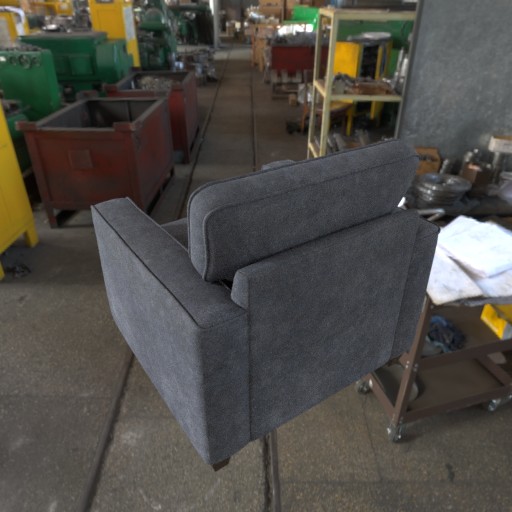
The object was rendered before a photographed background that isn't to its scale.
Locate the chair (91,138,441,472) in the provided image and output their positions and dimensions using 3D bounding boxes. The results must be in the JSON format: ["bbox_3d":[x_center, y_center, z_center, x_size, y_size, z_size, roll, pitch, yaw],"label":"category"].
[{"bbox_3d":[0.000,0.000,1.757,1.015,0.965,0.939,-19,36,-29],"label":"chair"}]
